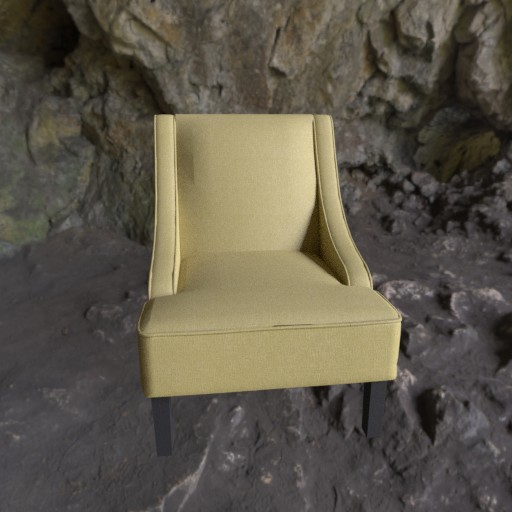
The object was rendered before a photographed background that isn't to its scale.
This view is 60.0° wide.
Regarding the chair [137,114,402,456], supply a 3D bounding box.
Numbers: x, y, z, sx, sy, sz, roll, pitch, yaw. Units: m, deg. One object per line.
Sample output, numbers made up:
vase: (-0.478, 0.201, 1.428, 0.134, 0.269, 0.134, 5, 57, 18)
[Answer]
chair: (0.000, 0.000, 1.471, 0.696, 0.896, 0.814, -2, 18, -7)
